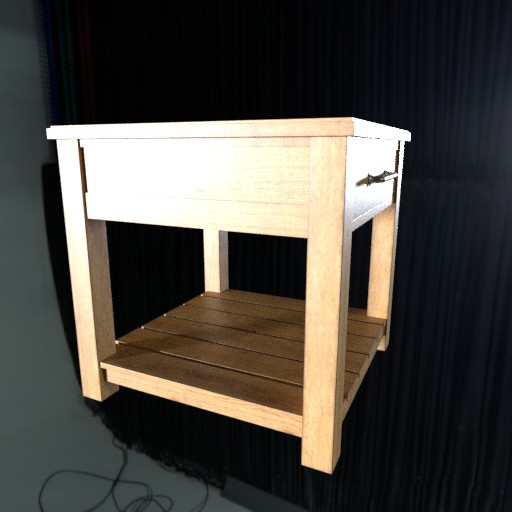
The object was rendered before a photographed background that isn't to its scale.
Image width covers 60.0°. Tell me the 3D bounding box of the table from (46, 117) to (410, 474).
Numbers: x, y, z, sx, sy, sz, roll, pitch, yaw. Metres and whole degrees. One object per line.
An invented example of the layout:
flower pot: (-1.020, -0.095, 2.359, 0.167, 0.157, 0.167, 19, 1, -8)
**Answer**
table: (0.000, 0.000, 1.075, 0.612, 0.593, 0.616, 6, 15, 25)
